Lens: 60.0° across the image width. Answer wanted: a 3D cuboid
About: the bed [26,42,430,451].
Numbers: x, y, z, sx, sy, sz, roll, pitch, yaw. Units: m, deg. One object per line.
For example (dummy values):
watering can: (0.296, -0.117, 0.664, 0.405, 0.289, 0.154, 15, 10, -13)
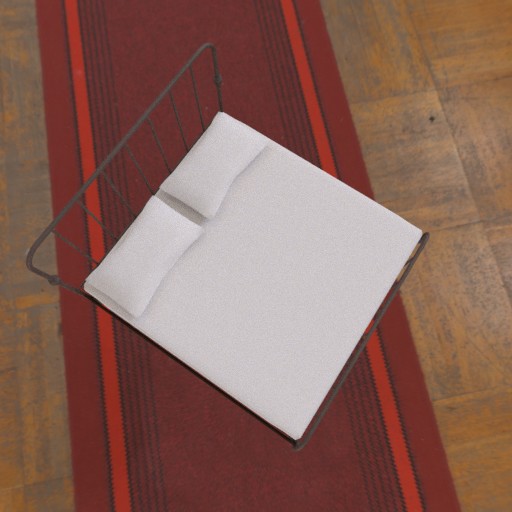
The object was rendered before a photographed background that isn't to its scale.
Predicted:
bed: (0.000, 0.000, 3.386, 2.134, 1.446, 2.044, 33, 77, 9)
